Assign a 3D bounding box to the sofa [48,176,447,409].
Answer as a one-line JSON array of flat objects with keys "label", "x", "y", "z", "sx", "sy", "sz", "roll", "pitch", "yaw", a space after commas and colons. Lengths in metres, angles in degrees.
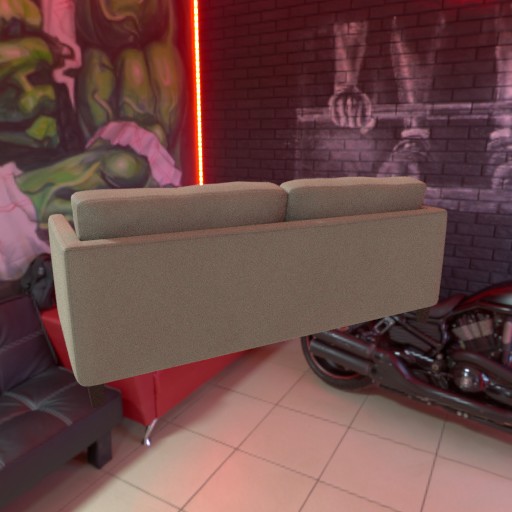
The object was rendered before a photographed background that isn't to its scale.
[{"label": "sofa", "x": 0.000, "y": 0.000, "z": 2.643, "sx": 2.181, "sy": 0.932, "sz": 0.948, "roll": -7, "pitch": 16, "yaw": -27}]
